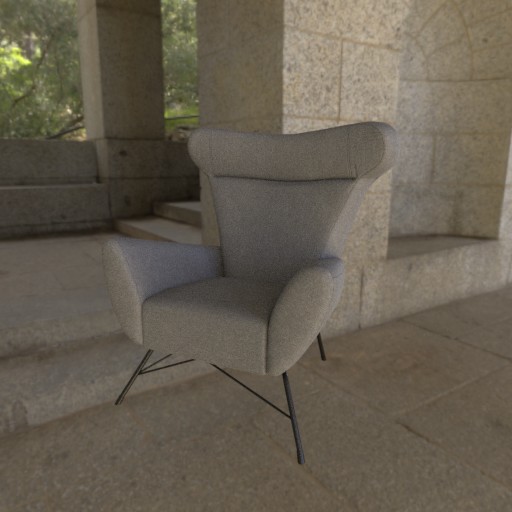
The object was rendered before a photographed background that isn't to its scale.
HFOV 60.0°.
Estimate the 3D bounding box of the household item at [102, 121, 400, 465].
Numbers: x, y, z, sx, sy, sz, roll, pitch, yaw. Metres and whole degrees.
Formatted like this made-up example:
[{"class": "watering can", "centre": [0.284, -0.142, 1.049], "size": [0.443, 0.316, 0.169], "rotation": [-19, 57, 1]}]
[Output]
[{"class": "household item", "centre": [0.000, 0.000, 1.792], "size": [0.980, 1.050, 0.900], "rotation": [6, 14, 26]}]
